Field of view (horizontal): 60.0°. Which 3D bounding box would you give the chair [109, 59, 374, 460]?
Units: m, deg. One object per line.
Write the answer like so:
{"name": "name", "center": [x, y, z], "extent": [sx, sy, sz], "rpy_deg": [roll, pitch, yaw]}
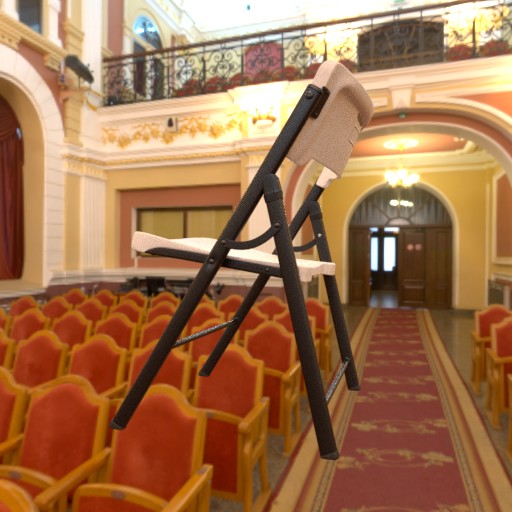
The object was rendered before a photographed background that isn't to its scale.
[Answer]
{"name": "chair", "center": [0.000, 0.000, 1.123], "extent": [0.577, 0.765, 0.482], "rpy_deg": [0, 0, 18]}
